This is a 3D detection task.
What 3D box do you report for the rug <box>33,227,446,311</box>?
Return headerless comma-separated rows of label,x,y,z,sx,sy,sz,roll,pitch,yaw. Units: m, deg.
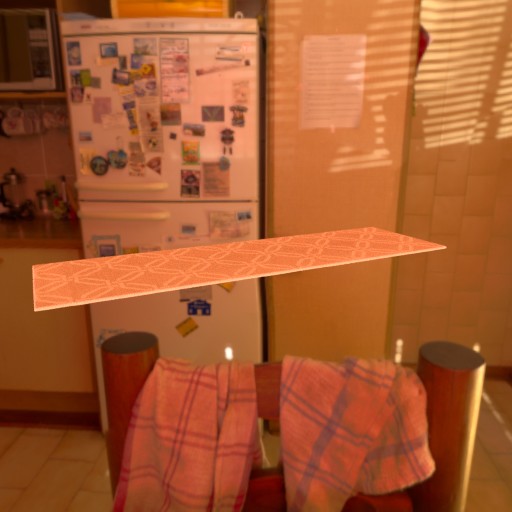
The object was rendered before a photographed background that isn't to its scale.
rug,0.000,0.000,2.516,2.276,0.014,0.678,-7,17,-26
